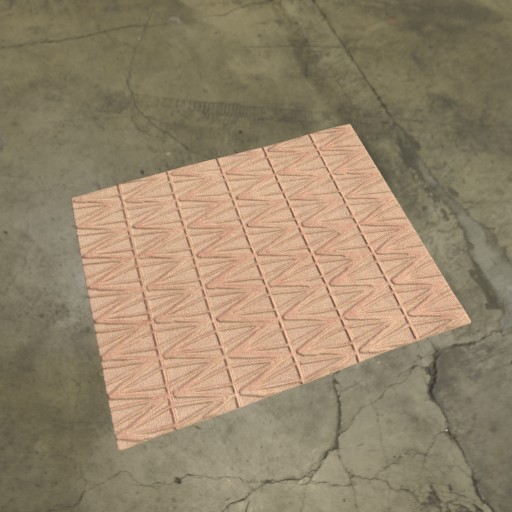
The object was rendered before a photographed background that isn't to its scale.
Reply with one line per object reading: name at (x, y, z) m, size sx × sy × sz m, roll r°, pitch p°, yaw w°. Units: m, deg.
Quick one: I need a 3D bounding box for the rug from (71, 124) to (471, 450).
rug at (0.000, 0.000, 4.090) m, size 3.052 × 0.043 × 2.453 m, roll -17°, pitch 63°, yaw -9°
